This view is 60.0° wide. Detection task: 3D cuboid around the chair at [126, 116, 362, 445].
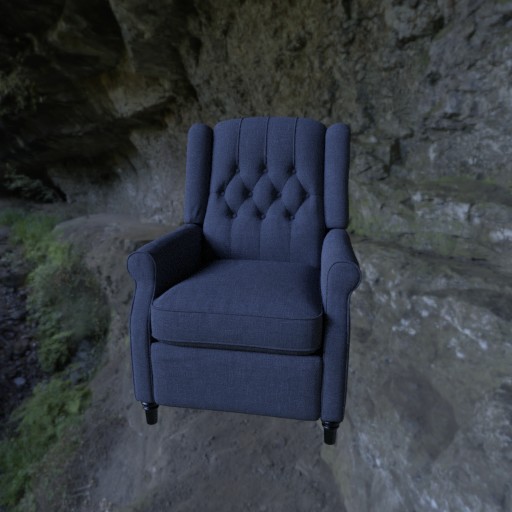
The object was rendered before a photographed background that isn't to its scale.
[{"bbox_3d":[0.000,0.000,1.685,0.742,1.035,0.898,3,16,9],"label":"chair"}]
